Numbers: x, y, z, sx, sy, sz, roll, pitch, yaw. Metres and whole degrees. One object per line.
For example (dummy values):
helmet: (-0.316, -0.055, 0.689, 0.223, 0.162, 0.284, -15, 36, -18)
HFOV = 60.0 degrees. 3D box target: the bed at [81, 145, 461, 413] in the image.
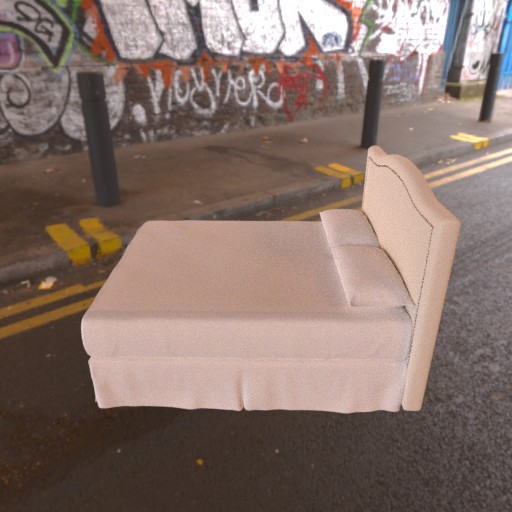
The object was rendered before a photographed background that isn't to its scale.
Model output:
bed: (0.000, 0.000, 3.318, 2.143, 1.460, 1.753, 0, 26, 1)
